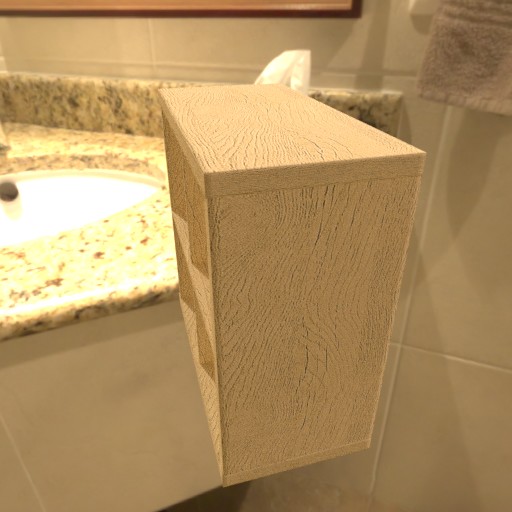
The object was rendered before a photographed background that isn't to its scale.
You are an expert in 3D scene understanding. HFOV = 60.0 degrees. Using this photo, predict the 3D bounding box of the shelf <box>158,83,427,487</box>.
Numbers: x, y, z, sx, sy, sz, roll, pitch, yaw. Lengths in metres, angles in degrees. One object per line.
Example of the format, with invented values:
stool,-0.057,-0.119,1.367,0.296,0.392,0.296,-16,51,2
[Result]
shelf,0.000,0.000,1.247,0.390,0.786,0.790,-8,31,-14
